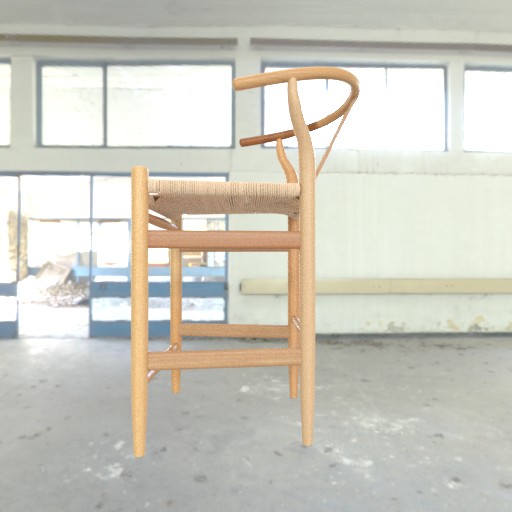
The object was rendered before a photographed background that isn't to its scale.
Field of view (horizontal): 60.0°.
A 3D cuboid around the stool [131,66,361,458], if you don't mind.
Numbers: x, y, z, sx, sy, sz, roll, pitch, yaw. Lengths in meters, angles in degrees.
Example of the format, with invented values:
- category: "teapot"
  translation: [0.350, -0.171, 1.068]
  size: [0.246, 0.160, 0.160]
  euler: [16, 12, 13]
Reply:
- category: "stool"
  translation: [0.000, 0.000, 1.260]
  size: [0.575, 0.923, 0.536]
  euler: [0, 0, 0]
